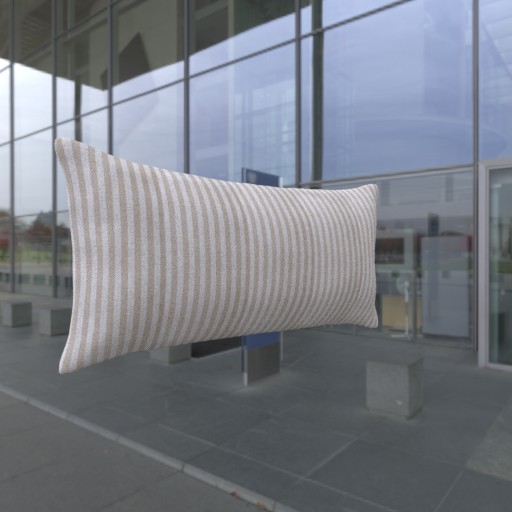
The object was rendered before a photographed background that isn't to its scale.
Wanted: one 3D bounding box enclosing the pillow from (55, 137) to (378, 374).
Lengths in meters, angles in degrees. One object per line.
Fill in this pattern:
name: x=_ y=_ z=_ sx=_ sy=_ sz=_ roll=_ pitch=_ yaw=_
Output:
pillow: x=0.000 y=0.000 z=0.730 sx=0.617 sy=0.295 sz=0.151 roll=0 pitch=0 yaw=-36
